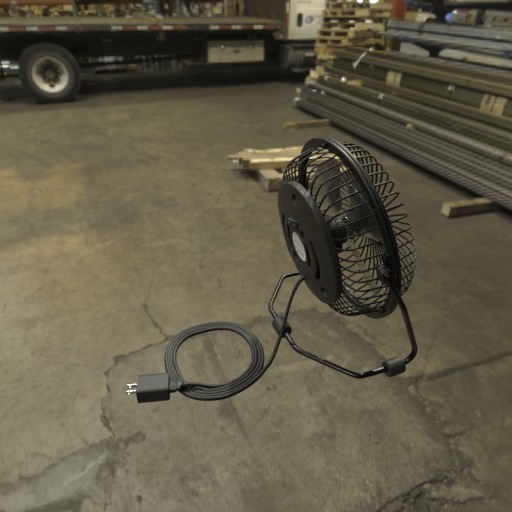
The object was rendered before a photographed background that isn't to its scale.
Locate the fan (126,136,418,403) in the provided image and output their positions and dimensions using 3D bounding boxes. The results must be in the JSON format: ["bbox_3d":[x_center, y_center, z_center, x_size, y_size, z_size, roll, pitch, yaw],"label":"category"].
[{"bbox_3d":[0.000,0.000,0.308,0.202,0.152,0.153,-11,33,-17],"label":"fan"}]
